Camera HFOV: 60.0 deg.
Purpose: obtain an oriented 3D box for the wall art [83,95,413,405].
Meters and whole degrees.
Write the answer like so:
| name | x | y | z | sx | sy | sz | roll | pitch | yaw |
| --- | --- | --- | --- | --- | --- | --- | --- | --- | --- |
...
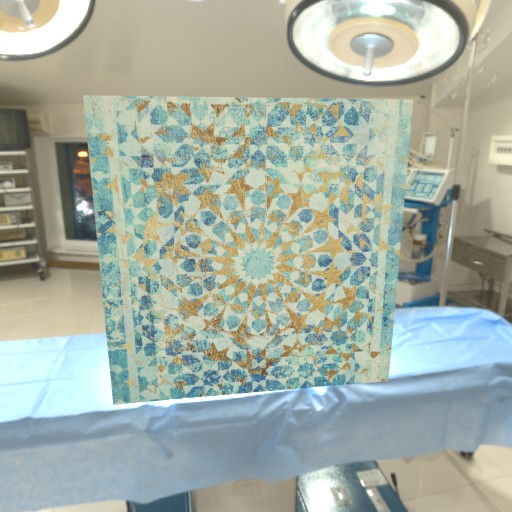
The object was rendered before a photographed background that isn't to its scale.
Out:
| name | x | y | z | sx | sy | sz | roll | pitch | yaw |
| --- | --- | --- | --- | --- | --- | --- | --- | --- | --- |
| wall art | 0.000 | 0.000 | 0.907 | 0.609 | 0.609 | 0.040 | -2 | 15 | -8 |
